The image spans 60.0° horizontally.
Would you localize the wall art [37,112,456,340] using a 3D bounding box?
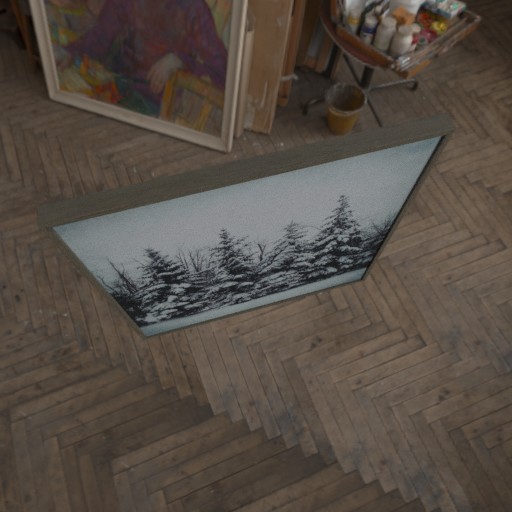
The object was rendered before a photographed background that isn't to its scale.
[{"bbox_3d":[0.000,0.000,1.126,0.758,0.758,0.039,-14,66,-7],"label":"wall art"}]
